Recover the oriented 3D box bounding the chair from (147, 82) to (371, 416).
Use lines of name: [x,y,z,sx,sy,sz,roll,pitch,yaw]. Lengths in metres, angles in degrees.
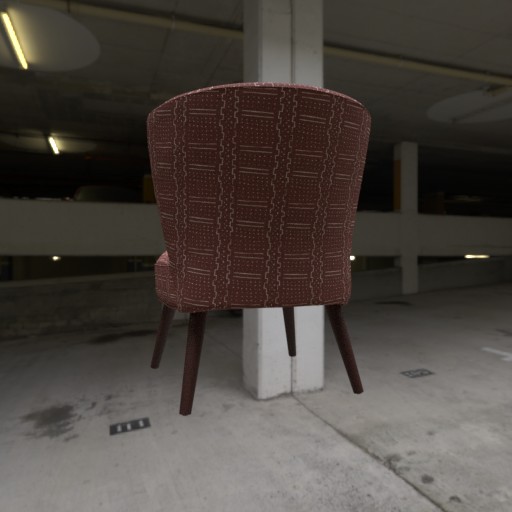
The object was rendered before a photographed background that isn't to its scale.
chair: [0.000,0.000,1.448,0.706,0.866,0.758,0,0,-20]
